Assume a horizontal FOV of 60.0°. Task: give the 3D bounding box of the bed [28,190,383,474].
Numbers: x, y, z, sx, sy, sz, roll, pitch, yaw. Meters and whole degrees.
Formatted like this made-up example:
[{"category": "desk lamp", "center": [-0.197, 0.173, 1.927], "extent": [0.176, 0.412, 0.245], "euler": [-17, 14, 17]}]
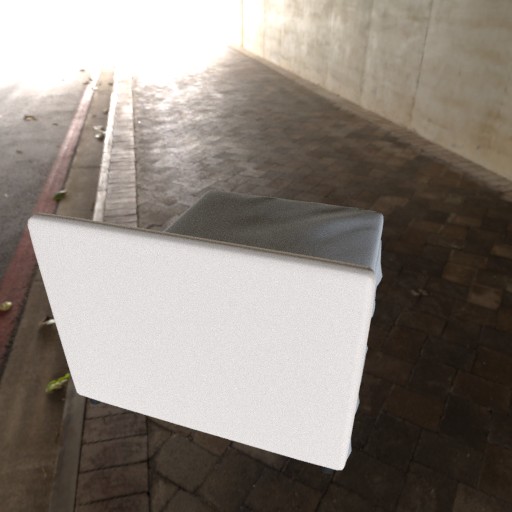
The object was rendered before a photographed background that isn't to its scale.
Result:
[{"category": "bed", "center": [0.000, 0.000, 3.126], "extent": [1.748, 1.330, 2.142], "euler": [10, 32, 16]}]
